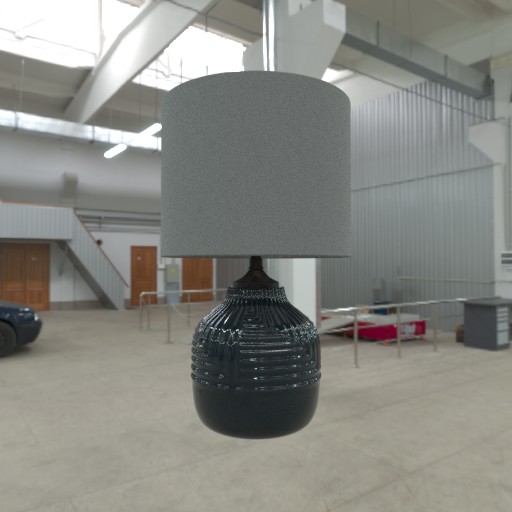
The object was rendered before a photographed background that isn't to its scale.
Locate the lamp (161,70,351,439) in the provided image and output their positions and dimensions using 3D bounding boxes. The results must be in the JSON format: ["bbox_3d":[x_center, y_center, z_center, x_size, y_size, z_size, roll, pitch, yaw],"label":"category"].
[{"bbox_3d":[0.000,0.000,0.755,0.318,0.567,0.318,0,-1,0],"label":"lamp"}]
